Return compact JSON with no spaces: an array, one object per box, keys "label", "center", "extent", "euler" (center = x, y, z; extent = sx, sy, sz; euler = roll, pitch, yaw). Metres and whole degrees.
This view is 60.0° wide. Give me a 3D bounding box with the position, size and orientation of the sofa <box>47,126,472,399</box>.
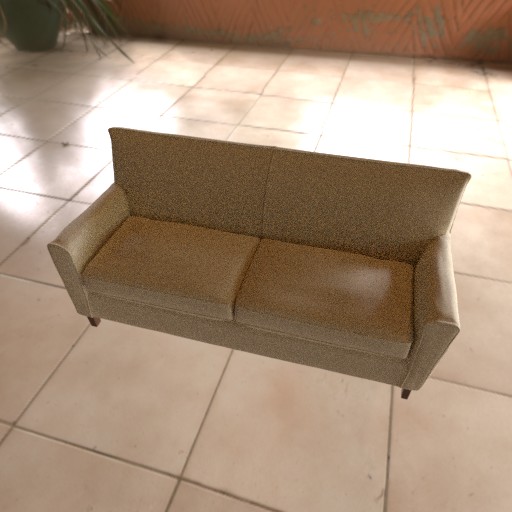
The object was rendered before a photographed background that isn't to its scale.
[{"label":"sofa","center":[0.000,0.000,2.402],"extent":[2.001,0.907,0.841],"euler":[10,42,12]}]
